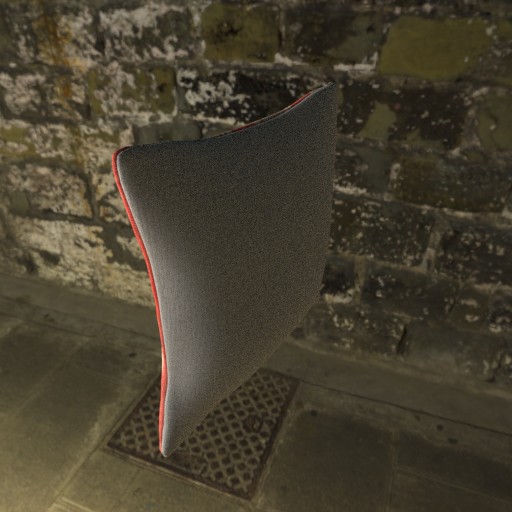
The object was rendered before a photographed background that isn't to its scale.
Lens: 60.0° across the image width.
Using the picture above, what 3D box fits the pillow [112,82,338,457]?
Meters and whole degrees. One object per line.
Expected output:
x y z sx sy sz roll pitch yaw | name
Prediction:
0.000 0.000 0.637 0.136 0.419 0.437 20 36 29 | pillow
